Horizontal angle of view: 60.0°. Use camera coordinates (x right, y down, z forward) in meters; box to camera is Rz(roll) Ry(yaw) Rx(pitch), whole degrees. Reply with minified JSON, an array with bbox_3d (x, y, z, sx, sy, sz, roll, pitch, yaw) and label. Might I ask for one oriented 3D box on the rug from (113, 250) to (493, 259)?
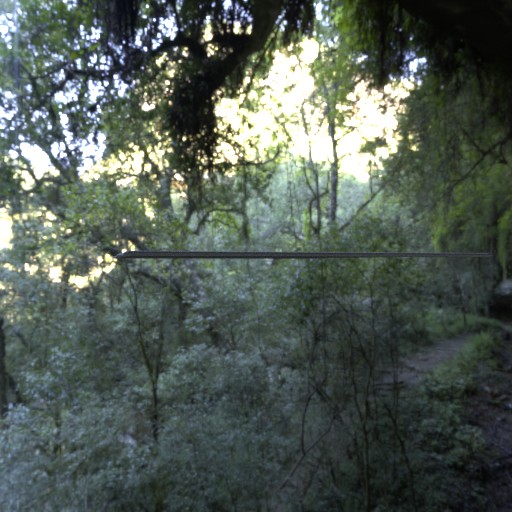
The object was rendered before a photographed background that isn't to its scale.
[{"bbox_3d":[0.000,0.000,4.111,2.472,0.035,3.017,0,-1,-19],"label":"rug"}]
